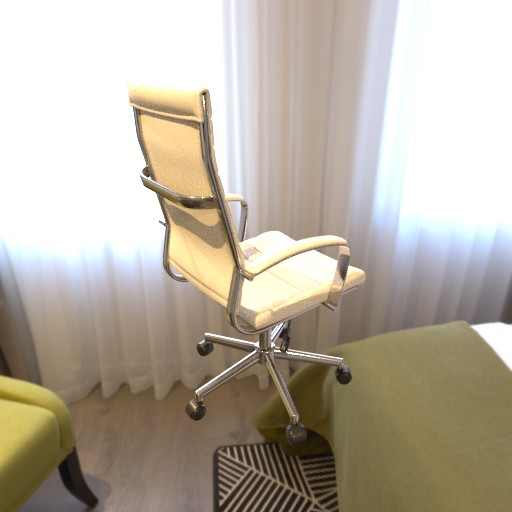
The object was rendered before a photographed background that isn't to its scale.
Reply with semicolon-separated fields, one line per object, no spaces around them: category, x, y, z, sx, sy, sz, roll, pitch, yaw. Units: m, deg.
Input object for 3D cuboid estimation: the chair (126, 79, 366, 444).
chair;0.000;0.000;1.542;0.679;1.149;0.679;-17;30;-33
